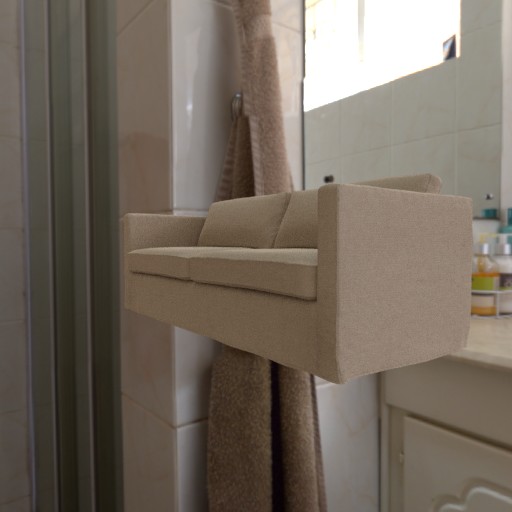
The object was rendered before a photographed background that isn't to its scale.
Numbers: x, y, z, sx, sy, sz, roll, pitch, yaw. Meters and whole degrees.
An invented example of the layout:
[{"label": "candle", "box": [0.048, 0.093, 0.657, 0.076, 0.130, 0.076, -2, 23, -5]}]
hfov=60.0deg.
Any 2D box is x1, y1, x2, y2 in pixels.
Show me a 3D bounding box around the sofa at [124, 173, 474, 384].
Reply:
[{"label": "sofa", "box": [0.000, 0.000, 2.777, 0.962, 0.853, 2.312, -1, 2, -36]}]
